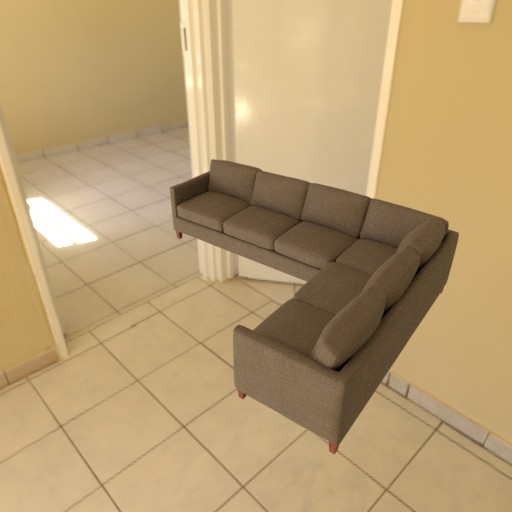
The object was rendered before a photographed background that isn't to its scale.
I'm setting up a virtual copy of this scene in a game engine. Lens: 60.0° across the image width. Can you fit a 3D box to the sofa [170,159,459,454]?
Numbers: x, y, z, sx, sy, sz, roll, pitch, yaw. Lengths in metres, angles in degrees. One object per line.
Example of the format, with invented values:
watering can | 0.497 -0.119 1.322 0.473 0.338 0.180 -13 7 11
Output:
sofa | 0.000 0.000 4.578 3.302 0.947 2.593 21 37 31
